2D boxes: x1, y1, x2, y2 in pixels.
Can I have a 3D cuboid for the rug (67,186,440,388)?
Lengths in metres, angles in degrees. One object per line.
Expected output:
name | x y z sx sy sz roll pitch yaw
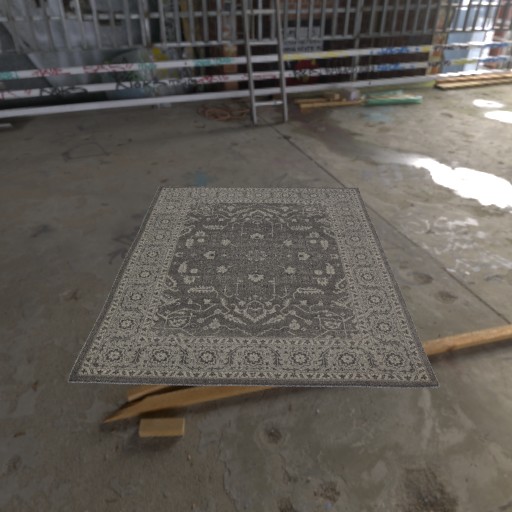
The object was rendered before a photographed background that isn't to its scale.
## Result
rug | 0.000 0.000 4.172 2.451 0.026 3.069 1 34 1
